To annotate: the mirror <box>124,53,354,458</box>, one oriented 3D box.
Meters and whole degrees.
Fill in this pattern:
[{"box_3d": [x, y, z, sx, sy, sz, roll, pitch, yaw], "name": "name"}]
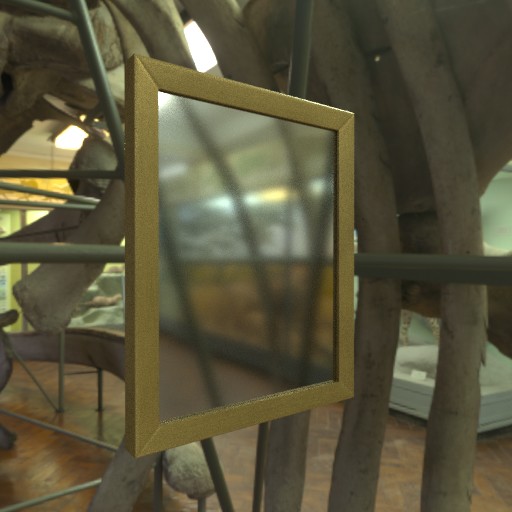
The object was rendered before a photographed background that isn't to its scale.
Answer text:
[{"box_3d": [0.000, 0.000, 0.690, 0.405, 0.508, 0.041, 0, 0, -36], "name": "mirror"}]
